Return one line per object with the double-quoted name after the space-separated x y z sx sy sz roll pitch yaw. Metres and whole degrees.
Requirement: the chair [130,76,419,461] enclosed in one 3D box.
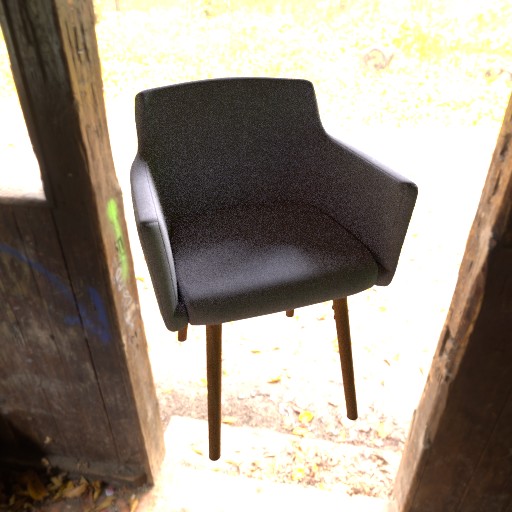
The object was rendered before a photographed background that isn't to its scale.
0.000 0.000 1.132 0.570 0.780 0.540 -10 34 -16 "chair"
